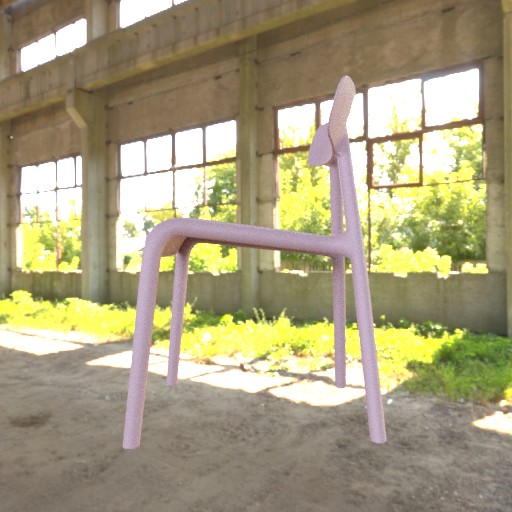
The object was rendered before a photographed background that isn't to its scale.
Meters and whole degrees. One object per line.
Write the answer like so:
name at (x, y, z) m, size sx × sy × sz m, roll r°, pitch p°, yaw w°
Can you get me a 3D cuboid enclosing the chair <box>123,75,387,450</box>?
chair at (0.000, 0.000, 0.836) m, size 0.401 × 0.580 × 0.356 m, roll 0°, pitch -1°, yaw 0°
